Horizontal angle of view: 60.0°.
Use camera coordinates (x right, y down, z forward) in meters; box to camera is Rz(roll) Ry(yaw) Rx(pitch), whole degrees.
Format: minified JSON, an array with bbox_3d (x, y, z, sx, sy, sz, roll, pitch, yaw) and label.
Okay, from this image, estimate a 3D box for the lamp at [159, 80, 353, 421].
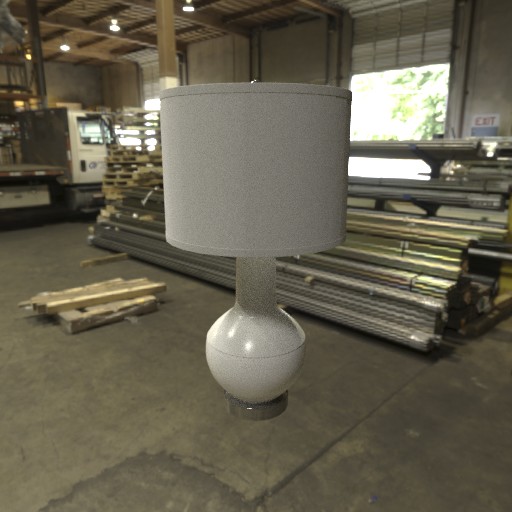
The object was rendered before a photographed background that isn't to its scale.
[{"bbox_3d":[0.000,0.000,0.904,0.357,0.673,0.357,14,20,42],"label":"lamp"}]
